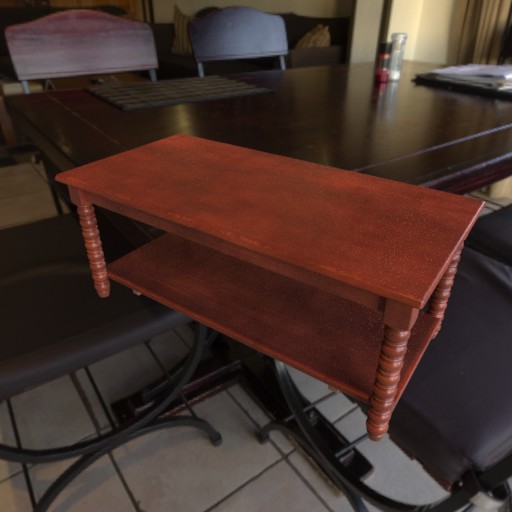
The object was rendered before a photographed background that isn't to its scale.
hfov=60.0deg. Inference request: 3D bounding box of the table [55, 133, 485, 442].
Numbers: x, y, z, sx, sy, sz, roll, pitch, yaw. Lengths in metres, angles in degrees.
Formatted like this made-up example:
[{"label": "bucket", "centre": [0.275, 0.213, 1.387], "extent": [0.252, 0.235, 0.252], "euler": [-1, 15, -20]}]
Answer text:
[{"label": "table", "centre": [0.000, 0.000, 1.448], "extent": [1.171, 0.485, 0.580], "euler": [20, 37, 29]}]
